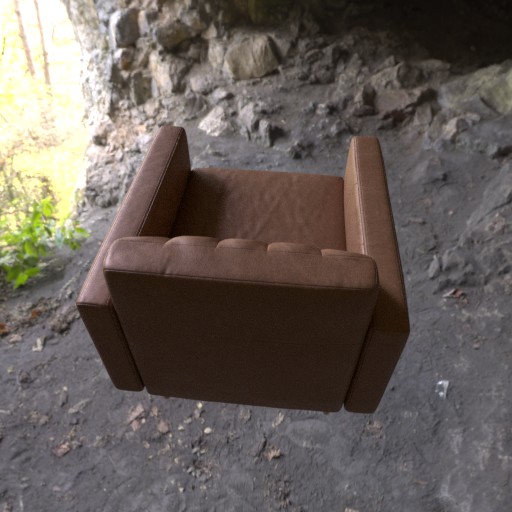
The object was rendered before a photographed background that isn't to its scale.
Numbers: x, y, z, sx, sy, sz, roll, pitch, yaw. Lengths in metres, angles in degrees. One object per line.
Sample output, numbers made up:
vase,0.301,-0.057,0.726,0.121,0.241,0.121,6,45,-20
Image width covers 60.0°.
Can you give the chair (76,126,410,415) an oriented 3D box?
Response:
chair,0.000,0.000,1.668,0.953,0.819,0.998,4,46,4
